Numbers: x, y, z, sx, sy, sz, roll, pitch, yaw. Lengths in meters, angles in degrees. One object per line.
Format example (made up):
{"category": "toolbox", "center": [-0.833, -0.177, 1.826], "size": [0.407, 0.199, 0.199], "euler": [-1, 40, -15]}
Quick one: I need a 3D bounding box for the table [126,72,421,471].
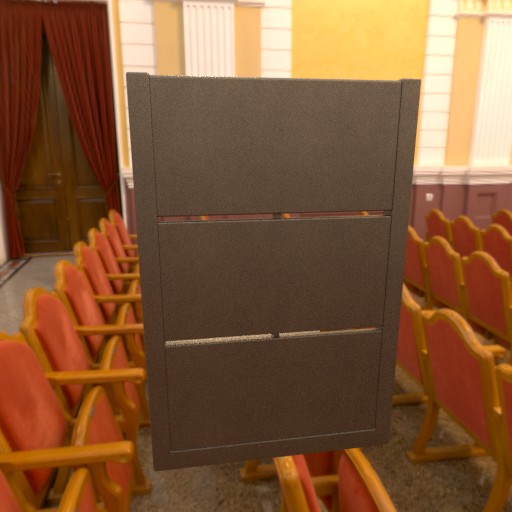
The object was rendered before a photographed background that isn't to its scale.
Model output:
{"category": "table", "center": [0.000, 0.000, 0.871], "size": [0.405, 0.609, 0.420], "euler": [-2, 15, -9]}
